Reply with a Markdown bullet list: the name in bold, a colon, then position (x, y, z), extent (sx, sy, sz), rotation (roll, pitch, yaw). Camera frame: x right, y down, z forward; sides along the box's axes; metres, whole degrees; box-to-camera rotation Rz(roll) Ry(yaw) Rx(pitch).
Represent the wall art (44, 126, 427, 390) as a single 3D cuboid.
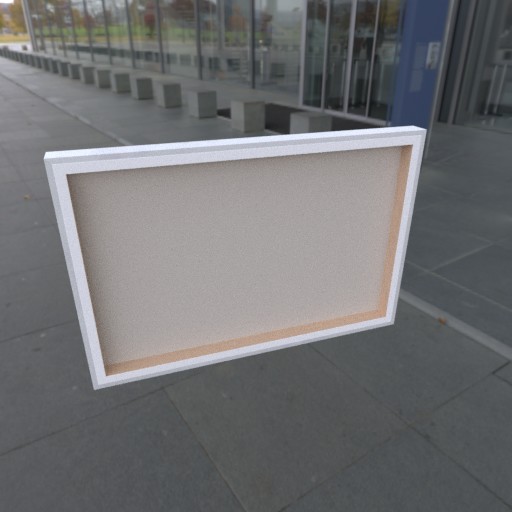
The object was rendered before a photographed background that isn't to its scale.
- **wall art**: position (0.000, 0.000, 0.784), extent (0.609, 0.407, 0.038), rotation (-9, 28, -17)
